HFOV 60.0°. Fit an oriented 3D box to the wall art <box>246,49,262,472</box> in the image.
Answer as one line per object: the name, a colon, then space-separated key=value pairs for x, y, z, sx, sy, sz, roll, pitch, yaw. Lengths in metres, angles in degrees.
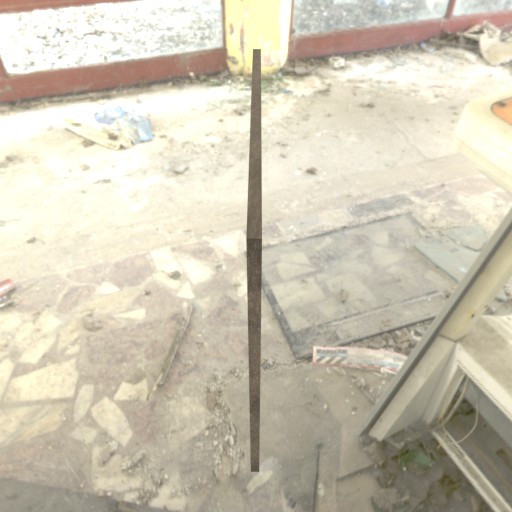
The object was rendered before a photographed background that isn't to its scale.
wall art: x=0.000 y=0.000 z=0.677 sx=0.013 sy=0.457 sz=0.457 roll=0 pitch=43 yaw=0
